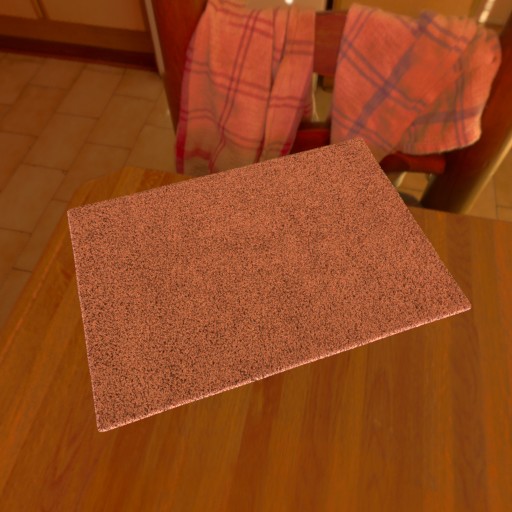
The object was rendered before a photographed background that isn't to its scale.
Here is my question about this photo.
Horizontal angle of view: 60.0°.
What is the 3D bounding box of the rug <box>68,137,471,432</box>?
[{"bbox_3d":[0.000,0.000,2.281,1.778,0.030,1.219,-16,59,-10],"label":"rug"}]
